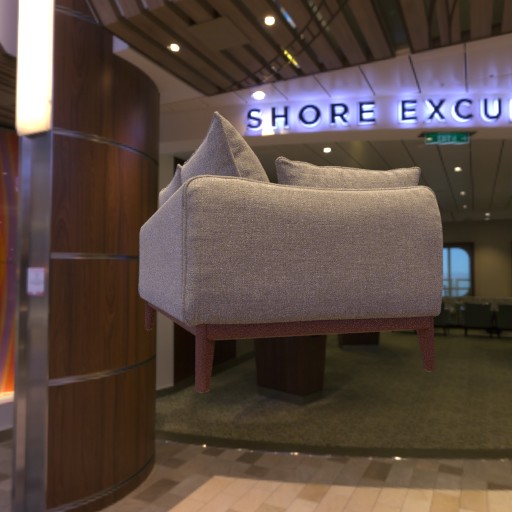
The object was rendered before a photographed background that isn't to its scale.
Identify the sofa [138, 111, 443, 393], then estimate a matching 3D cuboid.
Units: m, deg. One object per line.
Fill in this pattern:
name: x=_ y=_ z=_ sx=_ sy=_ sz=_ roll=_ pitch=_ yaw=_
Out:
sofa: x=0.000 y=0.000 z=2.129 sx=0.972 sy=0.851 sz=1.580 roll=1 pitch=-2 yaw=-20
